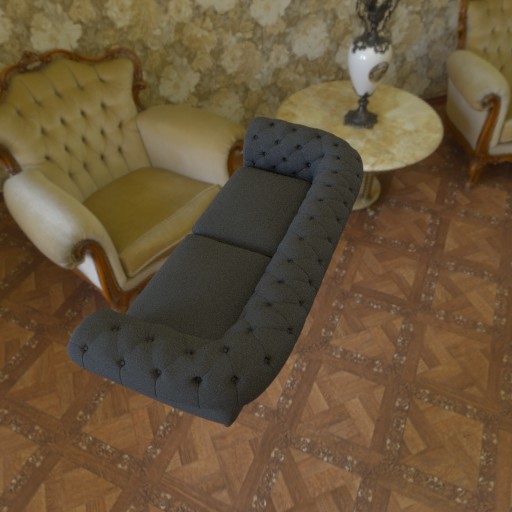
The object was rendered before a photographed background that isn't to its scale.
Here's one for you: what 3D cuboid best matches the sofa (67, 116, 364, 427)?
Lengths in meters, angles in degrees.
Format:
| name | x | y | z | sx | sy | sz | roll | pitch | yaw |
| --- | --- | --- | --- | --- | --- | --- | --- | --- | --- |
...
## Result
| name | x | y | z | sx | sy | sz | roll | pitch | yaw |
| --- | --- | --- | --- | --- | --- | --- | --- | --- | --- |
| sofa | 0.000 | 0.000 | 2.878 | 0.991 | 0.762 | 2.362 | 17 | 48 | 16 |
